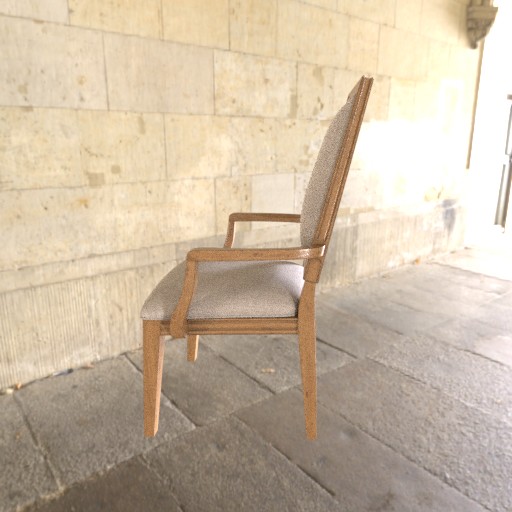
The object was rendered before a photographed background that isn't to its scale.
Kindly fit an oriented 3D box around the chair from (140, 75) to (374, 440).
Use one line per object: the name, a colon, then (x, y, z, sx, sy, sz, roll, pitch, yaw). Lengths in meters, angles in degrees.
chair: (0.000, 0.000, 1.383, 0.602, 0.990, 0.606, 2, 15, 7)
